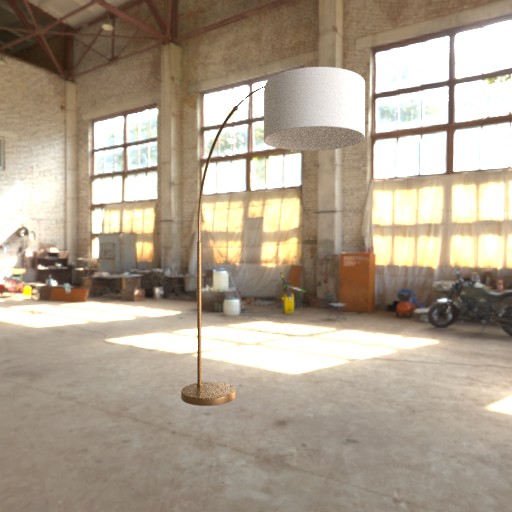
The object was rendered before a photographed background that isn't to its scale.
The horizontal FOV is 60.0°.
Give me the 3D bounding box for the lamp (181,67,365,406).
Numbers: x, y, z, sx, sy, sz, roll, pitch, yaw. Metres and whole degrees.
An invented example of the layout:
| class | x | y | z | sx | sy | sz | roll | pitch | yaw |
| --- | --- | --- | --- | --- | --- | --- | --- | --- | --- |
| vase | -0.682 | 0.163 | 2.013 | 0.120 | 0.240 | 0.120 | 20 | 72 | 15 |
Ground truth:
| class | x | y | z | sx | sy | sz | roll | pitch | yaw |
| --- | --- | --- | --- | --- | --- | --- | --- | --- | --- |
| lamp | 0.000 | 0.000 | 2.580 | 0.493 | 1.927 | 1.434 | -1 | 1 | -37 |
